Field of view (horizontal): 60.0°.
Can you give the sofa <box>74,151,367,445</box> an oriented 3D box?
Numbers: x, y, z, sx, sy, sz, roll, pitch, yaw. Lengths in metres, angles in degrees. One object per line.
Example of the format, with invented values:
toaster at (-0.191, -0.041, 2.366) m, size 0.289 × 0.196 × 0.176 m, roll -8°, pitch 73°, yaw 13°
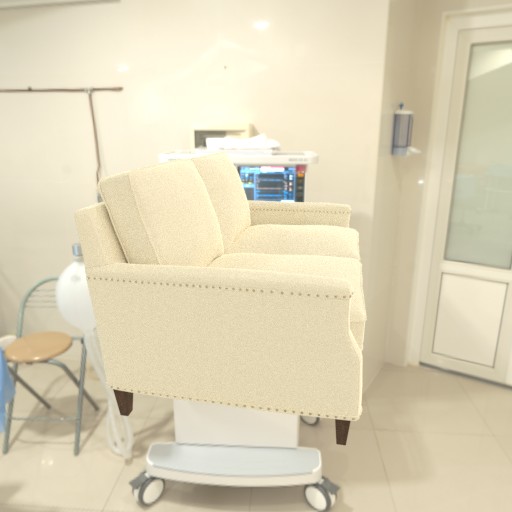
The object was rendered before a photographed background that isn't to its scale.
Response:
sofa at (0.000, 0.000, 2.311) m, size 1.084 × 1.003 × 1.597 m, roll 3°, pitch 17°, yaw 11°
